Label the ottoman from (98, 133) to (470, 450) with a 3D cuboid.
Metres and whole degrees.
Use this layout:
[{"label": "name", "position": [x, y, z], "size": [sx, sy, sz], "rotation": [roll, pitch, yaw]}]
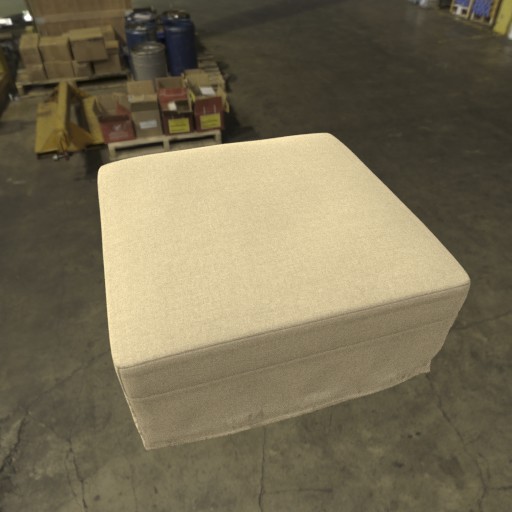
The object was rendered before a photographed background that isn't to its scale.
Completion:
[{"label": "ottoman", "position": [0.000, 0.000, 1.336], "size": [0.840, 0.436, 0.843], "rotation": [-11, 42, -13]}]
